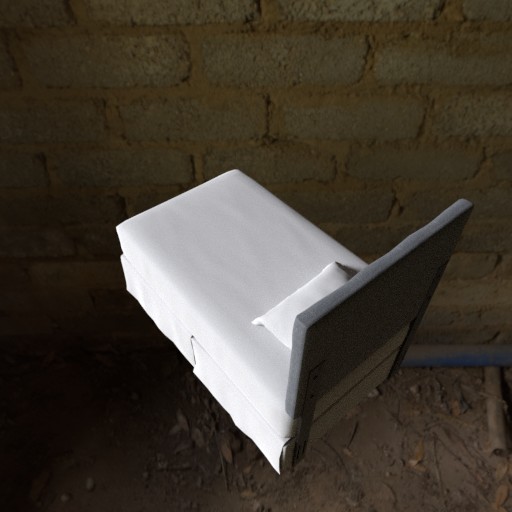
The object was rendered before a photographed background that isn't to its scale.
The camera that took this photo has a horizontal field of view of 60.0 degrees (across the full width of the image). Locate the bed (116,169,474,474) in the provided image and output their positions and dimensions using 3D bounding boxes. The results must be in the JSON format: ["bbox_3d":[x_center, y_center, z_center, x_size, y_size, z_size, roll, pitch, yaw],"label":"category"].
[{"bbox_3d":[0.000,0.000,2.971,1.261,1.571,1.997,-31,54,-26],"label":"bed"}]
